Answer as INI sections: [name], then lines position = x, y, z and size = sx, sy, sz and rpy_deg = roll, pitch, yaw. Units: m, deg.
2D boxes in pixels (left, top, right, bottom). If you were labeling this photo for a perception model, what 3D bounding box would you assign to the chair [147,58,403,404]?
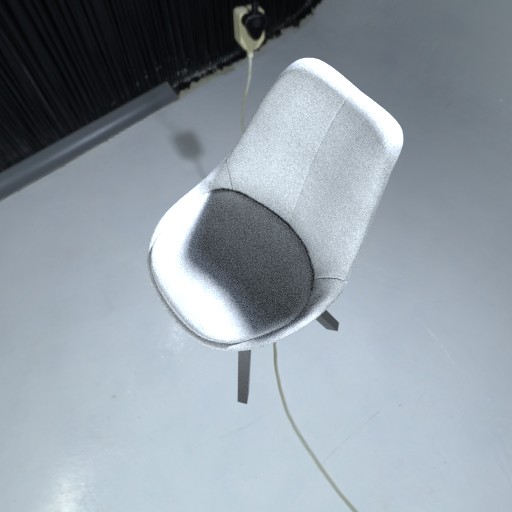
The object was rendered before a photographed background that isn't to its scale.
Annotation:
[chair]
position = 0.000, 0.000, 1.188
size = 0.550, 0.850, 0.485
rpy_deg = -35, 69, -16
